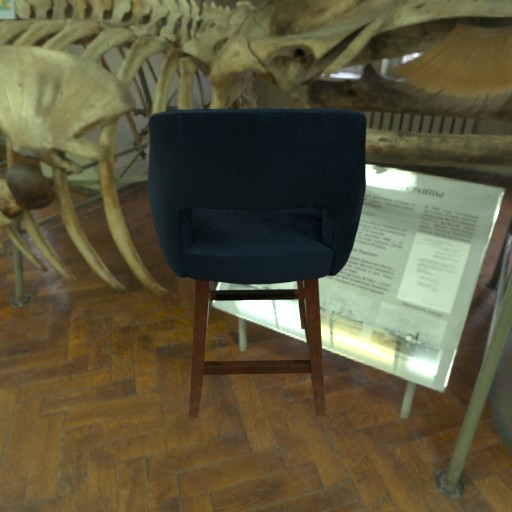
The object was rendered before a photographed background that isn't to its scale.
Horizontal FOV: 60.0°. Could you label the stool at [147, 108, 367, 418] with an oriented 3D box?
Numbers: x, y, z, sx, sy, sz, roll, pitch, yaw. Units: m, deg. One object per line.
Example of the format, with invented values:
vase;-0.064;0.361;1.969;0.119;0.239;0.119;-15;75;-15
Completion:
stool;0.000;0.000;1.288;0.550;0.940;0.560;-1;30;-1
